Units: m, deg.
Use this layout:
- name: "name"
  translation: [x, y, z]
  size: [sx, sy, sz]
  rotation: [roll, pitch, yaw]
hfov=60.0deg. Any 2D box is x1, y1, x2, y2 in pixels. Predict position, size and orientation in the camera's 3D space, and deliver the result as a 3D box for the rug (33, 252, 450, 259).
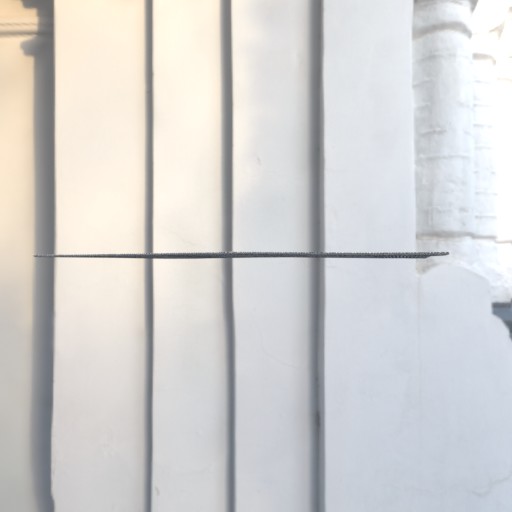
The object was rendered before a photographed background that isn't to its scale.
- name: "rug"
  translation: [0.000, 0.000, 3.116]
  size: [2.349, 0.030, 1.624]
  rotation: [0, -1, 18]
